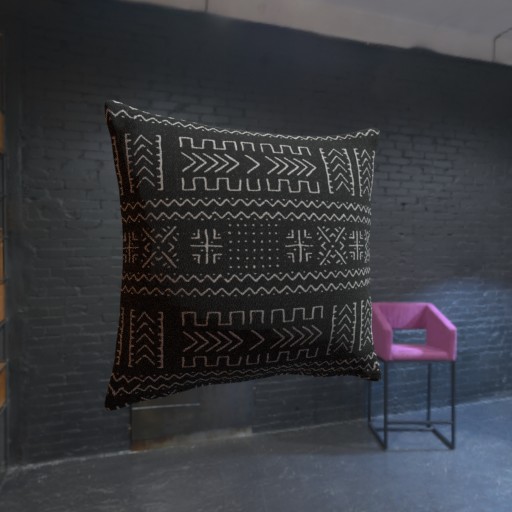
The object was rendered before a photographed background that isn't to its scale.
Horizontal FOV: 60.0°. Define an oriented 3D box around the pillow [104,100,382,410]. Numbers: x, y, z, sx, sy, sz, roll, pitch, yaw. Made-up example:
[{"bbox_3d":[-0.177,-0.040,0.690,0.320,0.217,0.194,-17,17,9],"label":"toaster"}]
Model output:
[{"bbox_3d":[0.000,0.000,0.675,0.438,0.430,0.164,0,1,-17],"label":"pillow"}]
